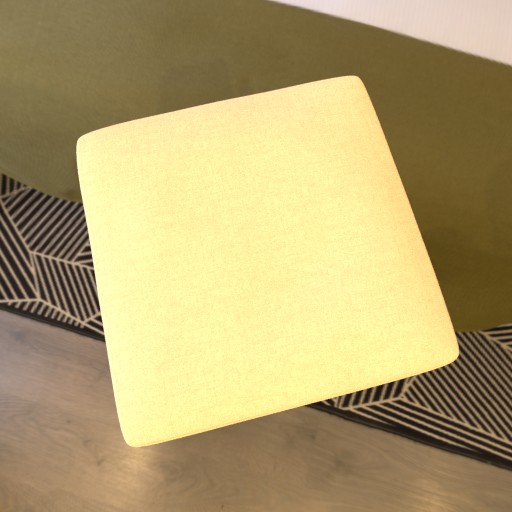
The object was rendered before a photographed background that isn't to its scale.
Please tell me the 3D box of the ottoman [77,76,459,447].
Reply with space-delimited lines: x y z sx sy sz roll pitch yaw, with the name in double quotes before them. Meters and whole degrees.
"ottoman" 0.000 0.000 1.289 0.840 0.436 0.843 -14 75 -4
